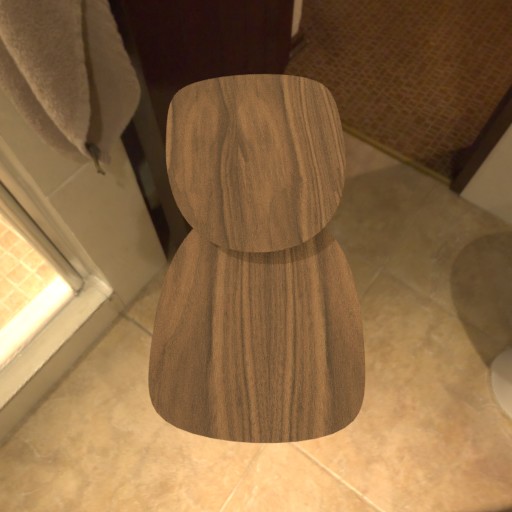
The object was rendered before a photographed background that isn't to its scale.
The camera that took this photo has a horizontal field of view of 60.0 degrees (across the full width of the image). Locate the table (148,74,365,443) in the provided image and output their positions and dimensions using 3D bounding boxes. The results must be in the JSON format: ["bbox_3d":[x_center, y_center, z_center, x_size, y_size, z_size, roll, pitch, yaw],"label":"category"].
[{"bbox_3d":[0.000,0.000,1.364,0.527,0.429,1.084,0,63,0],"label":"table"}]
